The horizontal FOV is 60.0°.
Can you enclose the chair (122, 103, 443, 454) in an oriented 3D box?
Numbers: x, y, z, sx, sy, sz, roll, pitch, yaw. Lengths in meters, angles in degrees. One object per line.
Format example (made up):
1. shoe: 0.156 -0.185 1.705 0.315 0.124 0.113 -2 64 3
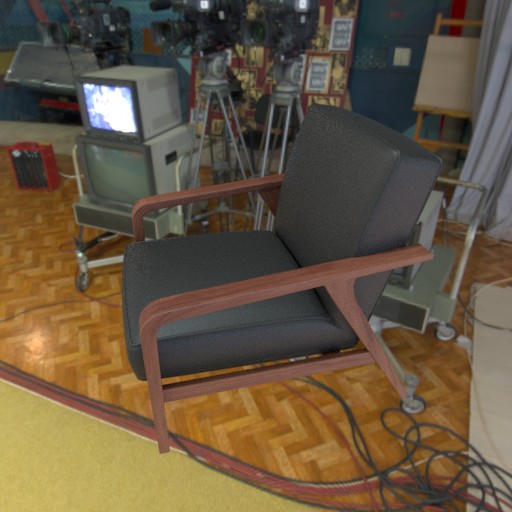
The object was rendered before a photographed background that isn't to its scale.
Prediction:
1. chair: 0.000 0.000 1.471 0.889 0.861 0.719 -8 32 -13
